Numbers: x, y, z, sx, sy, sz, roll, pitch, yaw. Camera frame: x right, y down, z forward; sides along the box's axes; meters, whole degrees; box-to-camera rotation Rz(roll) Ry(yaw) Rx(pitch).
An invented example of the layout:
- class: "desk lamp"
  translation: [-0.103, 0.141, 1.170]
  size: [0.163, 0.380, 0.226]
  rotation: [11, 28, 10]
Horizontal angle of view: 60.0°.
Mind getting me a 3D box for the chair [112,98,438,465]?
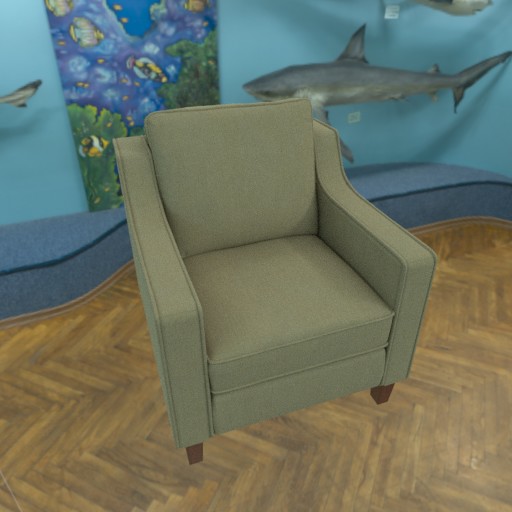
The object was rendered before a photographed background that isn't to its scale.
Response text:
- class: "chair"
  translation: [0.000, 0.000, 1.610]
  size: [0.831, 0.960, 0.909]
  rotation: [-11, 34, -17]
